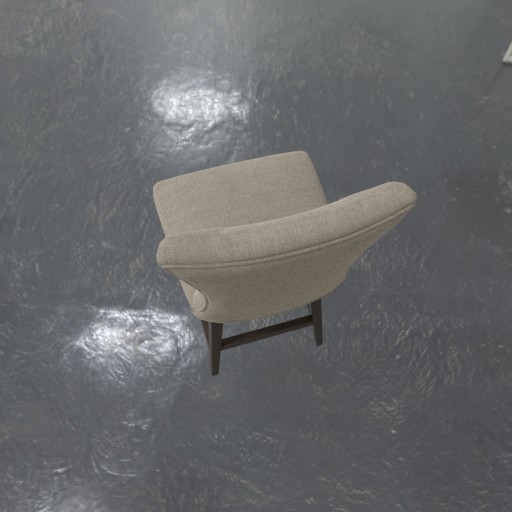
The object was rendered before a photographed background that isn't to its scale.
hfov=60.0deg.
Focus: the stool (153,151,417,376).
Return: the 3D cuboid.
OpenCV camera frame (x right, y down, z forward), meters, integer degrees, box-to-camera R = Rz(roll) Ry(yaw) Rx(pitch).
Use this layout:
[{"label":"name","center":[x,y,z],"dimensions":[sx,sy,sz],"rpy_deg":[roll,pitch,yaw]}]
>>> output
[{"label":"stool","center":[0.000,0.000,1.349],"dimensions":[0.514,1.000,0.574],"rpy_deg":[-14,60,-8]}]
